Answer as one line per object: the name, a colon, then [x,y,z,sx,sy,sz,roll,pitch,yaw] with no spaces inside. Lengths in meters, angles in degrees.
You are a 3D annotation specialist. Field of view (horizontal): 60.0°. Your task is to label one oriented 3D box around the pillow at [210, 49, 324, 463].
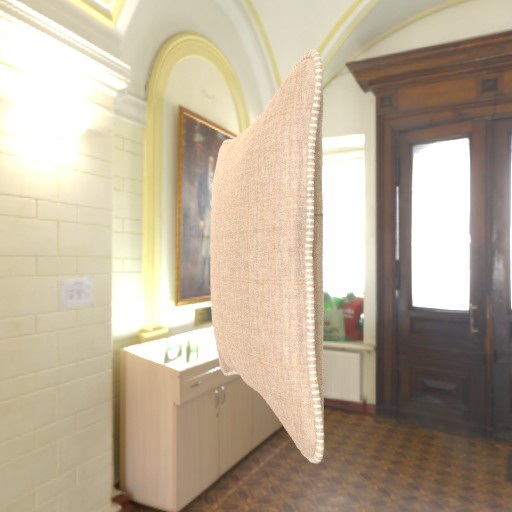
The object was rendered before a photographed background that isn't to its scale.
pillow: [0.000,0.000,0.733,0.124,0.494,0.485,0,-1,-18]
